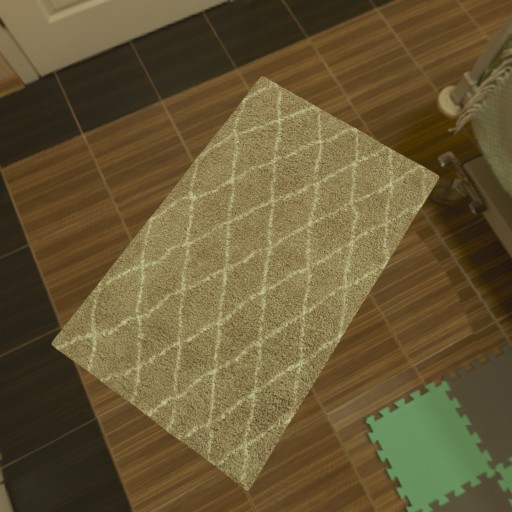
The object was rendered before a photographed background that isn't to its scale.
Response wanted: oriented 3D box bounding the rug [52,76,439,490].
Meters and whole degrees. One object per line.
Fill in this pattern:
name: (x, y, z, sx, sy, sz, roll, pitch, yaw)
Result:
rug: (0.000, 0.000, 2.997, 1.524, 0.030, 2.438, 33, 76, 9)
